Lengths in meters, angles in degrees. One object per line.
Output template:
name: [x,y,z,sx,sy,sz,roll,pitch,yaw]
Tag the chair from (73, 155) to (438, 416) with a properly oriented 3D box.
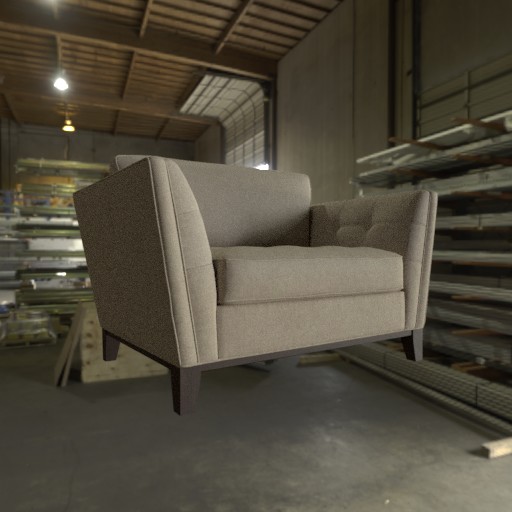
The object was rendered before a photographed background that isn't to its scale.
chair: [0.000,0.000,2.044,1.397,0.940,0.965,-1,1,-35]
